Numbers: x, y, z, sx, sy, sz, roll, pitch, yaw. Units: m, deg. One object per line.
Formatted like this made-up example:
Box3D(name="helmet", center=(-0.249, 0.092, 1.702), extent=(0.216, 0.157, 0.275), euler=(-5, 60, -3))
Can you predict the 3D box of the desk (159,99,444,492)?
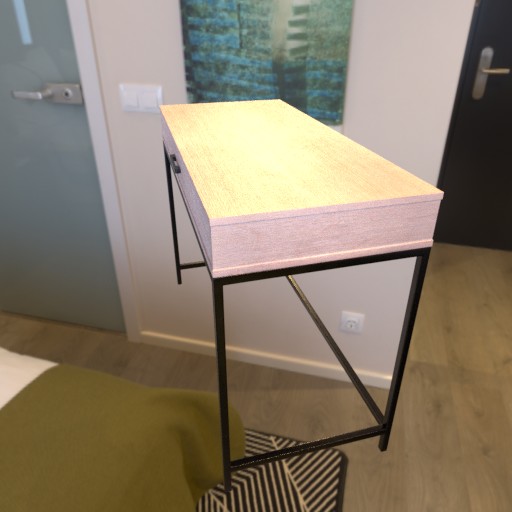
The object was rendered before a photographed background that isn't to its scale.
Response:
Box3D(name="desk", center=(0.000, 0.000, 1.412), extent=(0.470, 0.762, 1.016), euler=(-8, 30, -13))
